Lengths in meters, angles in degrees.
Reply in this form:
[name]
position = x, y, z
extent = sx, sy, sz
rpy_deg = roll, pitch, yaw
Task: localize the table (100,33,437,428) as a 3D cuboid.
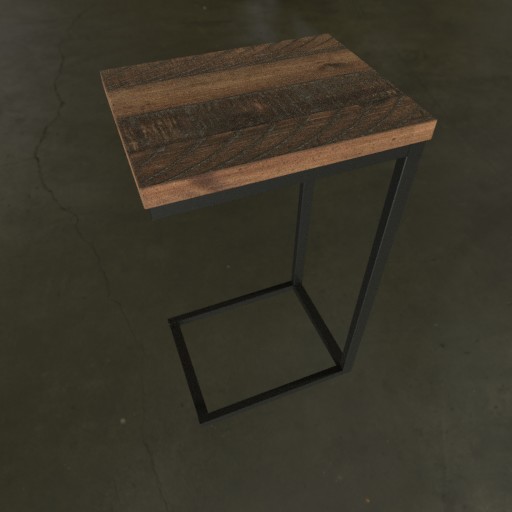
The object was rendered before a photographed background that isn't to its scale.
[table]
position = 0.000, 0.000, 0.925
extent = 0.414, 0.718, 0.323
rpy_deg = -16, 50, -14
